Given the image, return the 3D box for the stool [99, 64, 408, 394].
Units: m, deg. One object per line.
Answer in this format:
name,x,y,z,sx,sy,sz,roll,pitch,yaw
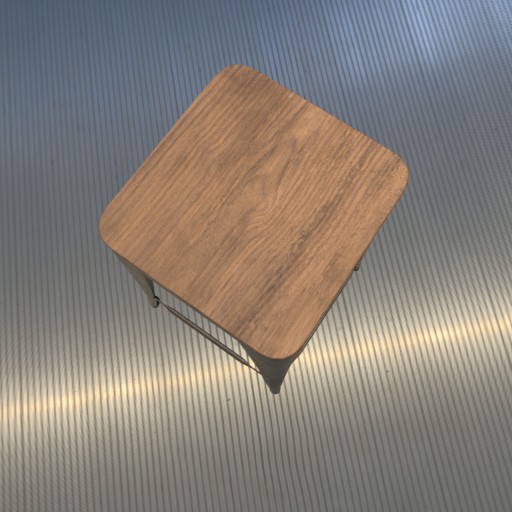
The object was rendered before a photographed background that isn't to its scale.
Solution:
stool,0.000,0.000,0.880,0.407,0.607,0.407,34,78,8
